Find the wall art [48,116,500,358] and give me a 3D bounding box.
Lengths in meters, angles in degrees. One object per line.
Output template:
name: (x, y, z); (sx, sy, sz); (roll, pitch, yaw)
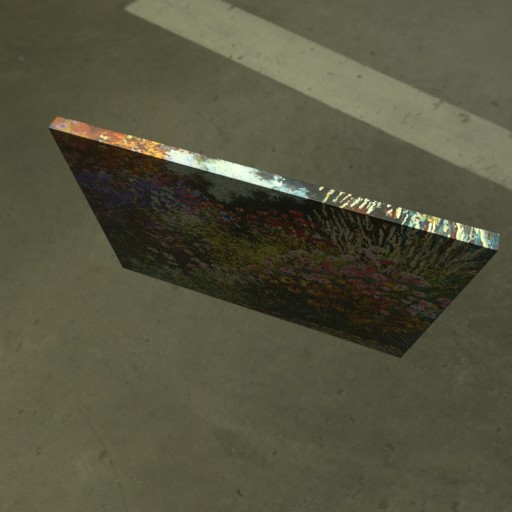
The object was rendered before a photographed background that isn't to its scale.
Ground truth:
wall art: (0.000, 0.000, 1.118); (0.908, 0.604, 0.037); (17, 61, 10)
